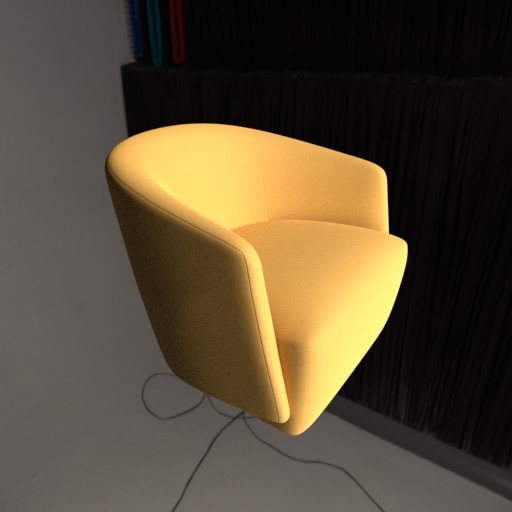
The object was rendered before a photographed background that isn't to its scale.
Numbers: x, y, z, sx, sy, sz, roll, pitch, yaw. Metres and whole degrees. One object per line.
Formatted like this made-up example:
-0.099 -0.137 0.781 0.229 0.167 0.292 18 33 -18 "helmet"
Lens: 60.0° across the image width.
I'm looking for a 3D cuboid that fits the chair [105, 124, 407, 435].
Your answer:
0.000 0.000 1.346 0.767 0.698 0.773 16 30 31 "chair"
